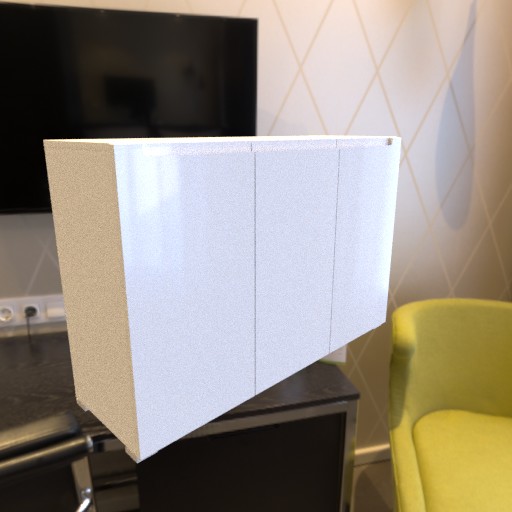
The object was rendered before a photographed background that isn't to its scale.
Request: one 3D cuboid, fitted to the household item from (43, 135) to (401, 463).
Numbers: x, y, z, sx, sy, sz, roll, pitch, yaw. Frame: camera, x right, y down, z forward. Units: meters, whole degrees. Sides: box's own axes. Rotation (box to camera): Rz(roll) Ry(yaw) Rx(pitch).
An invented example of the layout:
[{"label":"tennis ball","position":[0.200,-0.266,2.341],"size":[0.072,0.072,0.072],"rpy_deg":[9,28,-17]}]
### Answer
[{"label":"household item","position":[0.000,0.000,1.685],"size":[1.300,0.867,0.420],"rpy_deg":[-15,22,-42]}]
